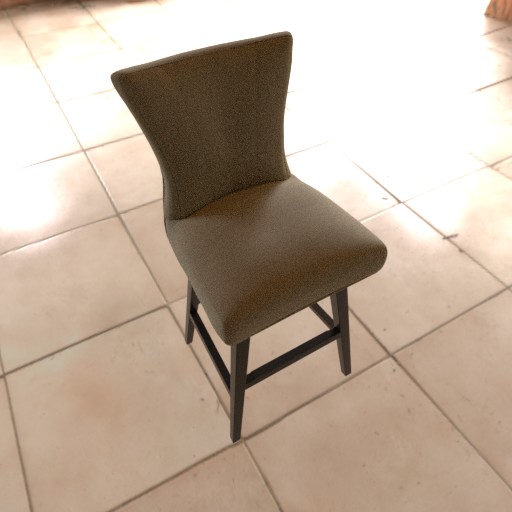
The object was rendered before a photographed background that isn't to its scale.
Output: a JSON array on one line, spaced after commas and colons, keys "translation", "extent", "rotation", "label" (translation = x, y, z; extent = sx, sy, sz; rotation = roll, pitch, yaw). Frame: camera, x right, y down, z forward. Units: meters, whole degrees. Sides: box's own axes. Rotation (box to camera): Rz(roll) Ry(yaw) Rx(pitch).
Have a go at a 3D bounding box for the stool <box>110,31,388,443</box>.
[{"translation": [0.000, 0.000, 1.366], "extent": [0.514, 1.086, 0.574], "rotation": [-24, 51, -20], "label": "stool"}]
